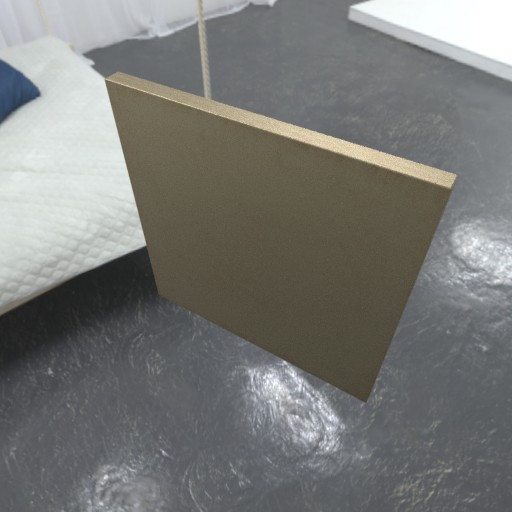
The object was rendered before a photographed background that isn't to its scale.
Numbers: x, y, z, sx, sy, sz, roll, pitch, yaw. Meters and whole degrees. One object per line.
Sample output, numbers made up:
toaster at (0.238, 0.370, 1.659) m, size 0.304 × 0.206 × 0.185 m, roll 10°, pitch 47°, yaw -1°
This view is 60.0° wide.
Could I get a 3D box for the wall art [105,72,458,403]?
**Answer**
wall art at (0.000, 0.000, 0.752) m, size 0.503 × 0.506 × 0.030 m, roll 24°, pitch 51°, yaw 21°
